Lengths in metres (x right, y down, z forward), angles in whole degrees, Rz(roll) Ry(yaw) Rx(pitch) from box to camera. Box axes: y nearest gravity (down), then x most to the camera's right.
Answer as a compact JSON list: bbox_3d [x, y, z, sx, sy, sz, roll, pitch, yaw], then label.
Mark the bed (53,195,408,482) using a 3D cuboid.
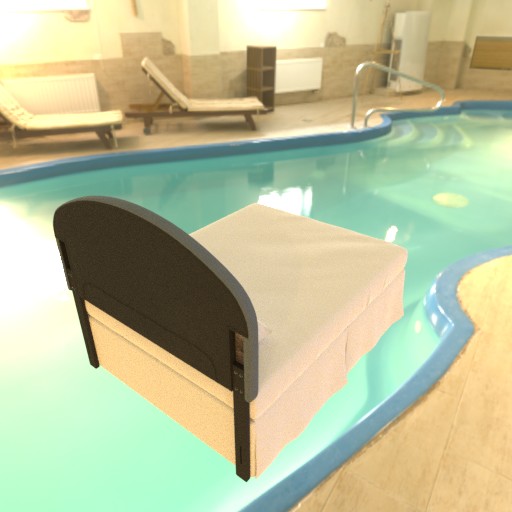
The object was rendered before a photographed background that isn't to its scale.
[{"bbox_3d":[0.000,0.000,3.094,1.607,1.410,2.005,21,36,33],"label":"bed"}]
